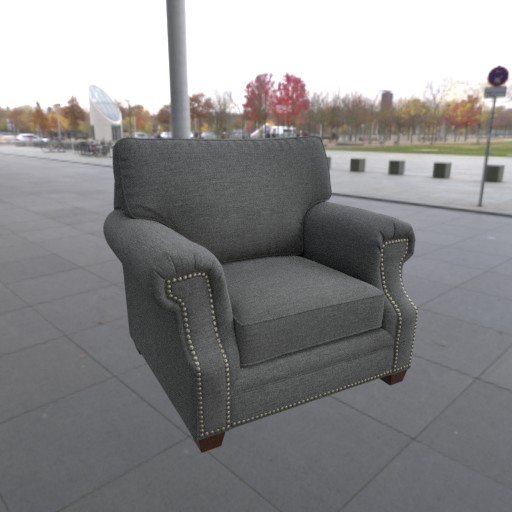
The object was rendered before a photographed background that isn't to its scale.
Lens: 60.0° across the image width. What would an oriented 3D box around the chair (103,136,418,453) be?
[{"bbox_3d":[0.000,0.000,1.848,1.092,0.961,0.965,-8,18,-27],"label":"chair"}]
